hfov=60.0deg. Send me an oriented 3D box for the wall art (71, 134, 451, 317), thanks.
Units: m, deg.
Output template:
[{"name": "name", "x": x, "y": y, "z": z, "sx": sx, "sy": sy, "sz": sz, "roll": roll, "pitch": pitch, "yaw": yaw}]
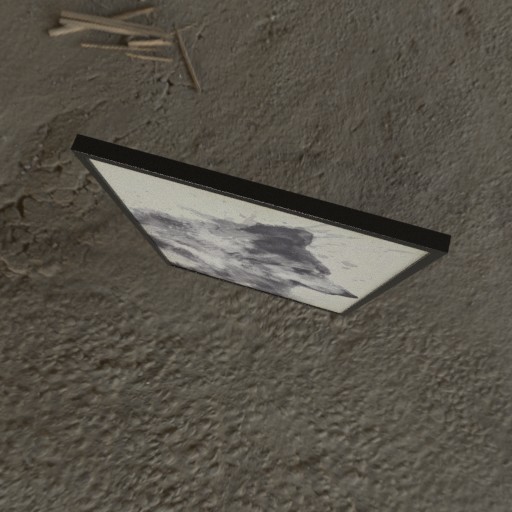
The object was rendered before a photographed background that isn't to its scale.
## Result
[{"name": "wall art", "x": 0.000, "y": 0.000, "z": 1.424, "sx": 0.804, "sy": 1.061, "sz": 0.039, "roll": 16, "pitch": 76, "yaw": 4}]
